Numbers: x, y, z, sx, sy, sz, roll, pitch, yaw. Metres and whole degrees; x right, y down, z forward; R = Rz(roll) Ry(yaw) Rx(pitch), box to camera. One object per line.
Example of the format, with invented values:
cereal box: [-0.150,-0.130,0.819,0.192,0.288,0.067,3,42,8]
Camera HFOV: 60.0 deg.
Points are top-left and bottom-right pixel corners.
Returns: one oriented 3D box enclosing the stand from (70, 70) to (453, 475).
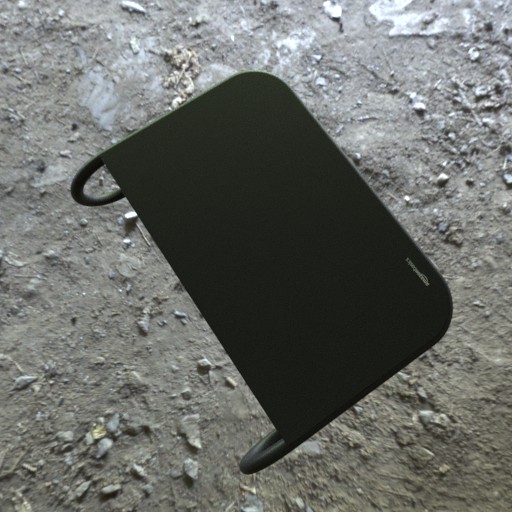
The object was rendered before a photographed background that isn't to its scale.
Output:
stand: [0.000,0.000,0.509,0.280,0.108,0.370,-33,78,-8]
